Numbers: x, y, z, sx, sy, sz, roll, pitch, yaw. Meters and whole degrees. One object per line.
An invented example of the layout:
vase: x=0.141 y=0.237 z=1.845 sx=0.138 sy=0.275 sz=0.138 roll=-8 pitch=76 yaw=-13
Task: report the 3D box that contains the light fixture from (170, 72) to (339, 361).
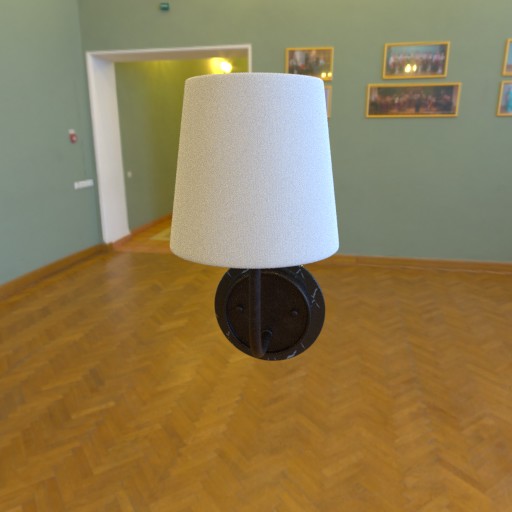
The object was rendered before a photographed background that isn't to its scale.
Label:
light fixture: x=0.000 y=0.000 z=0.460 sx=0.168 sy=0.337 sz=0.188 roll=3 pitch=16 yaw=10
